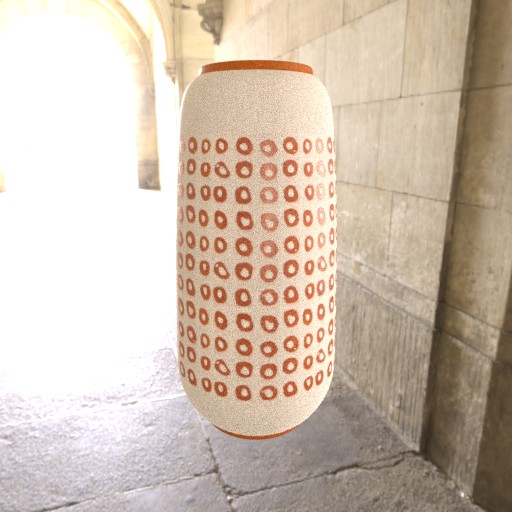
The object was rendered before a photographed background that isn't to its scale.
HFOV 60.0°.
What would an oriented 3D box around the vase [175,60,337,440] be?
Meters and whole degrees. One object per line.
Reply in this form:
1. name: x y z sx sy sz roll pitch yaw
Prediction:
1. vase: 0.000 0.000 0.359 0.133 0.282 0.133 0 15 0
